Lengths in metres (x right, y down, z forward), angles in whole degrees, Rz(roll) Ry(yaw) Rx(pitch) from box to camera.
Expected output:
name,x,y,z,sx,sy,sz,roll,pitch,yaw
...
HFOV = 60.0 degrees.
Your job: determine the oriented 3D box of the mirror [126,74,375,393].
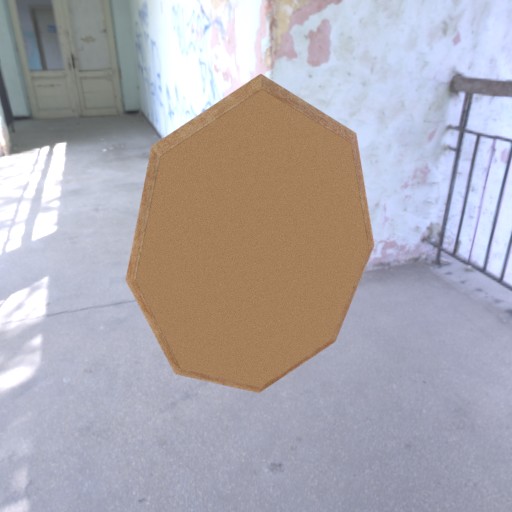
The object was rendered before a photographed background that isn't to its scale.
name,x,y,z,sx,sy,sz,roll,pitch,yaw
mirror,0.000,0.000,1.010,0.577,0.774,0.070,-8,28,-15
